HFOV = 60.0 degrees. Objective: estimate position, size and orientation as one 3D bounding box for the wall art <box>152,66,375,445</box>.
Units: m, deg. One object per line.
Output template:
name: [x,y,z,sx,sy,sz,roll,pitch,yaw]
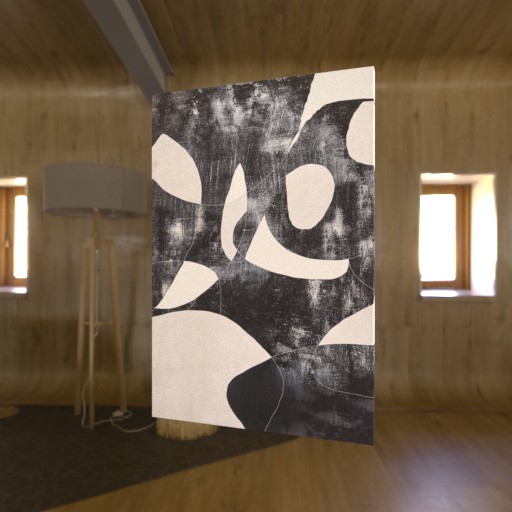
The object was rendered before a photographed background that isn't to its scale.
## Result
wall art: [0.000,0.000,1.182,0.610,0.915,0.041,0,0,18]
